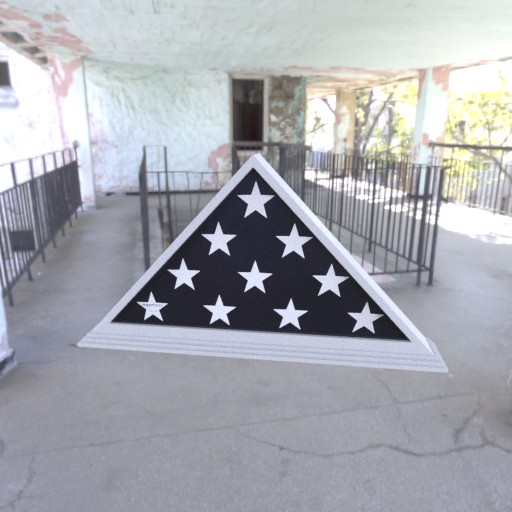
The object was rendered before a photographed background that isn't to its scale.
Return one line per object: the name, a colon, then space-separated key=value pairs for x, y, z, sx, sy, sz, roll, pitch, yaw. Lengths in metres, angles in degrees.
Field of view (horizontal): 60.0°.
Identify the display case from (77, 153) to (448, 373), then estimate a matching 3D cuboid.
display case: x=0.000 y=0.000 z=0.758 sx=0.640 sy=0.340 sz=0.095 roll=2 pitch=16 yaw=8
